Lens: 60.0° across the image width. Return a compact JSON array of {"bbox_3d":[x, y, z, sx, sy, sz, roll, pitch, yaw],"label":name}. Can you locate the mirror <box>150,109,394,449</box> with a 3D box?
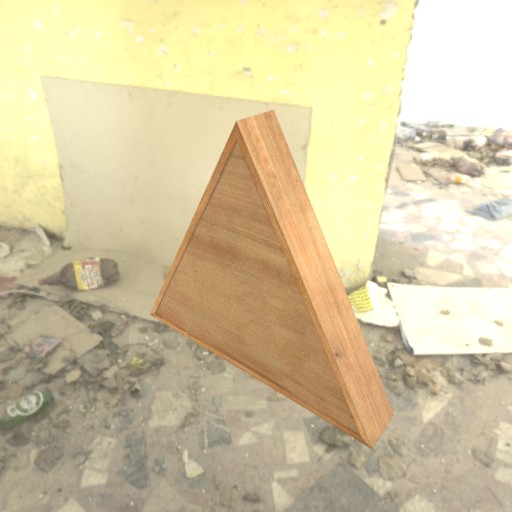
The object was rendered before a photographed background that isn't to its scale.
[{"bbox_3d":[0.000,0.000,0.879,0.631,0.548,0.100,23,38,32],"label":"mirror"}]
